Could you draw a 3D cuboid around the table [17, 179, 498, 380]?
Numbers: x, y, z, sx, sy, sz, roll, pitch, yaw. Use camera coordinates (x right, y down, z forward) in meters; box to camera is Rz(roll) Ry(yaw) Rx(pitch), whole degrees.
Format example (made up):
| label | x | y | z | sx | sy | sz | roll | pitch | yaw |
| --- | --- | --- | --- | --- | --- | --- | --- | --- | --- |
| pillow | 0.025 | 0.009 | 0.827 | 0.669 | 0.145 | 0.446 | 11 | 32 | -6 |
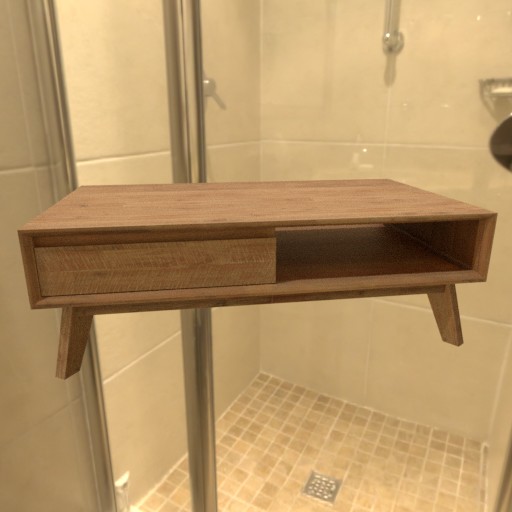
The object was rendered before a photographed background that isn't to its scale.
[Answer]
| label | x | y | z | sx | sy | sz | roll | pitch | yaw |
| --- | --- | --- | --- | --- | --- | --- | --- | --- | --- |
| table | 0.000 | 0.000 | 1.981 | 1.619 | 0.531 | 0.918 | -3 | 18 | -8 |
